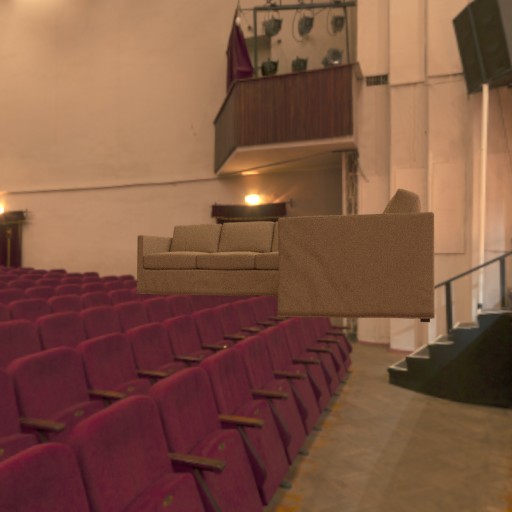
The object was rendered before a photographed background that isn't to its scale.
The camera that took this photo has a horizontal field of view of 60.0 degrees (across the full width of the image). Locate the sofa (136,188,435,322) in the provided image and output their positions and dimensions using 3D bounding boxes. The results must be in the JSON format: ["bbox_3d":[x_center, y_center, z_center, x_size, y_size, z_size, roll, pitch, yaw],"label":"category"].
[{"bbox_3d":[0.000,0.000,4.383,3.182,0.871,2.432,0,-1,19],"label":"sofa"}]
